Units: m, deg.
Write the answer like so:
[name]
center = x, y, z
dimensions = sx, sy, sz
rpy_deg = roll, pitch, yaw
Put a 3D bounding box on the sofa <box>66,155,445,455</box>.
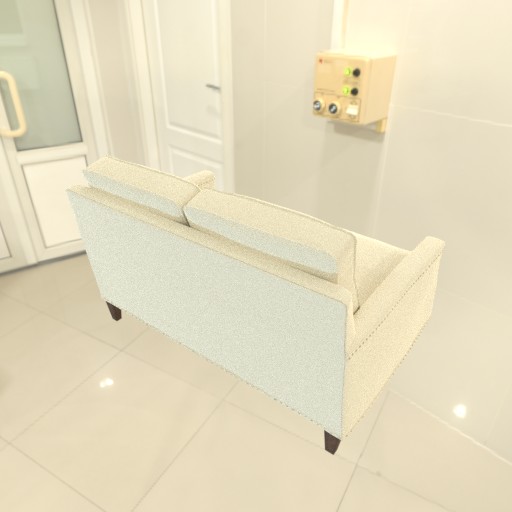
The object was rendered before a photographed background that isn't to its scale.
[sofa]
center = 0.000, 0.000, 2.273
dimensions = 1.597, 1.003, 1.084
rpy_deg = 22, 37, 31
